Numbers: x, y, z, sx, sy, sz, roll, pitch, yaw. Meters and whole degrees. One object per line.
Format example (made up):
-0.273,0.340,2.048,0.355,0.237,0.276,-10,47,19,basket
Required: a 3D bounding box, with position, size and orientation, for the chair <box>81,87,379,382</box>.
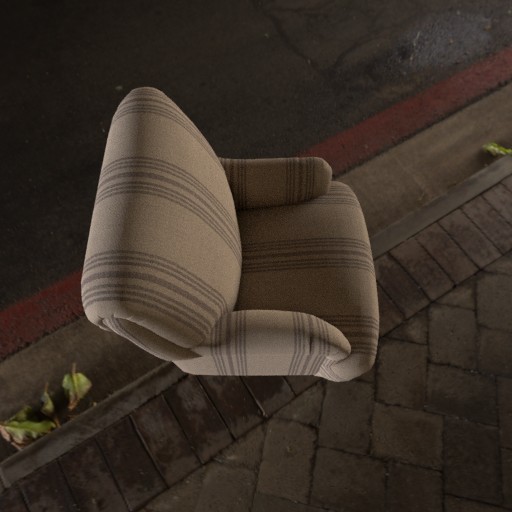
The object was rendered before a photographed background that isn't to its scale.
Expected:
0.000,0.000,1.591,0.914,0.940,0.813,0,63,0,chair
